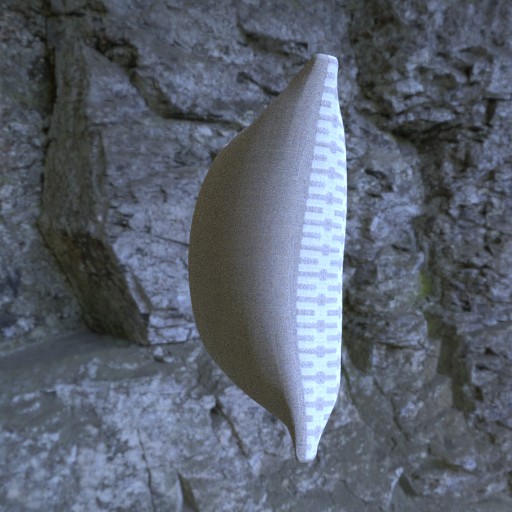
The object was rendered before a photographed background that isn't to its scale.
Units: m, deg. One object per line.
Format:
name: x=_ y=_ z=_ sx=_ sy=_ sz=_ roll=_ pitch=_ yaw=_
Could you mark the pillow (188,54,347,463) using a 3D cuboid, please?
pillow: x=0.000 y=0.000 z=0.762 sx=0.219 sy=0.491 sz=0.496 roll=0 pitch=1 yaw=-18
